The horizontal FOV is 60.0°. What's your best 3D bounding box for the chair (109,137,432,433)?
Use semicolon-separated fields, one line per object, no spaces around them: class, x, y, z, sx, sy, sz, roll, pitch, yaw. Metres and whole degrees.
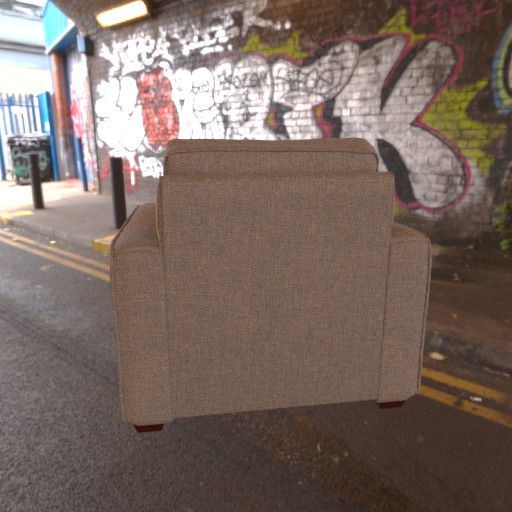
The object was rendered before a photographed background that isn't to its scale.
chair;0.000;0.000;1.776;1.016;0.914;0.940;-2;15;-9
